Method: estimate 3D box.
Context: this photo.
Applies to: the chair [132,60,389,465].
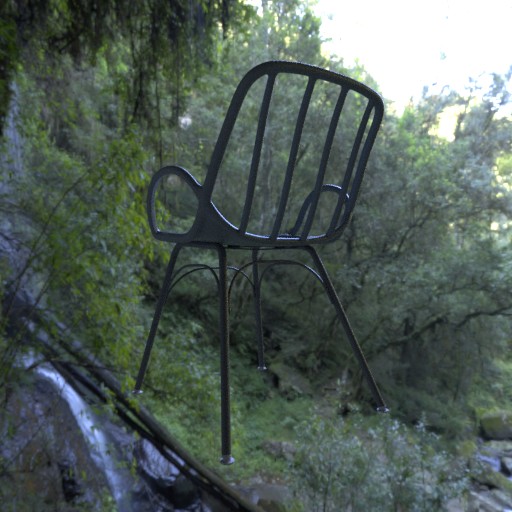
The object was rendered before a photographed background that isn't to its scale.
[{"bbox_3d":[0.000,0.000,1.213,0.549,0.816,0.597,0,1,-36],"label":"chair"}]
